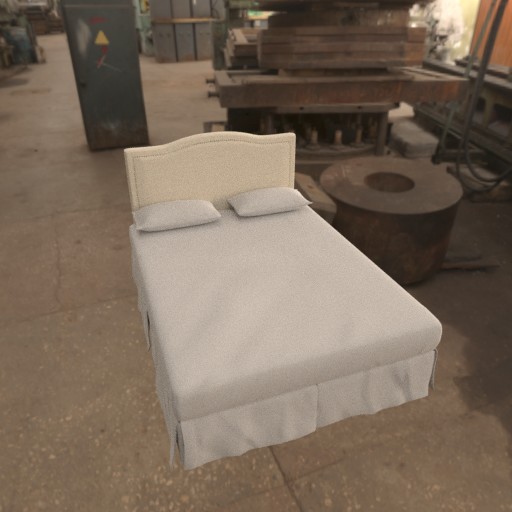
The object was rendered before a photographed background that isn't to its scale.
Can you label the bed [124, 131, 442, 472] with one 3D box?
[{"bbox_3d":[0.000,0.000,3.637,1.977,1.437,2.477,-10,32,-17],"label":"bed"}]
